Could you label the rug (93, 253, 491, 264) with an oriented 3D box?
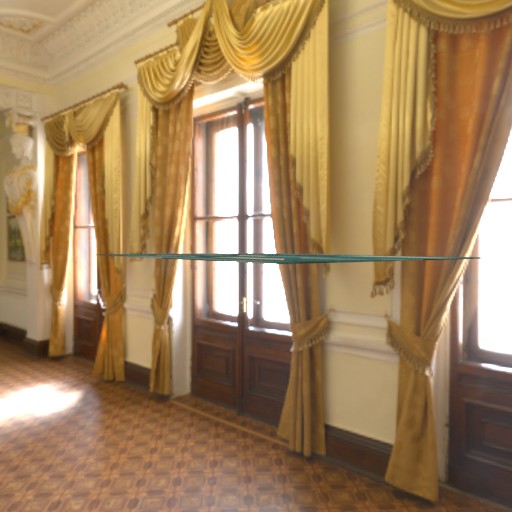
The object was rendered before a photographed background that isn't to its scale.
[{"bbox_3d":[0.000,0.000,3.023,1.528,0.005,2.420,-1,1,-35],"label":"rug"}]
